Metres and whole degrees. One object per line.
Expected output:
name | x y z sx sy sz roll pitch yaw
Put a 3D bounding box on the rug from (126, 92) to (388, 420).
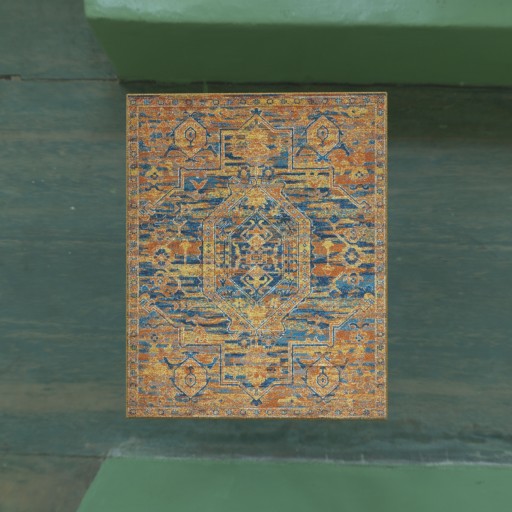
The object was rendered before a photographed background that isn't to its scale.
rug | 0.000 0.000 4.128 2.435 0.031 3.040 0 90 1
